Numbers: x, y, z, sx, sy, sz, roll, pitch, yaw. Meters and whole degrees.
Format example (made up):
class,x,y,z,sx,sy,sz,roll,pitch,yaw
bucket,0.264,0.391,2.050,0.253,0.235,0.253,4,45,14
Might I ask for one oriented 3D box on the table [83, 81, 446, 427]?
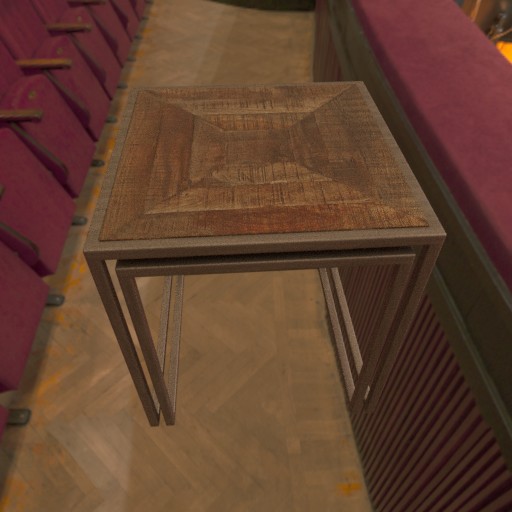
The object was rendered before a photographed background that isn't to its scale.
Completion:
class,x,y,z,sx,sy,sz,roll,pitch,yaw
table,0.000,0.000,0.877,0.450,0.500,0.449,-3,45,-3
